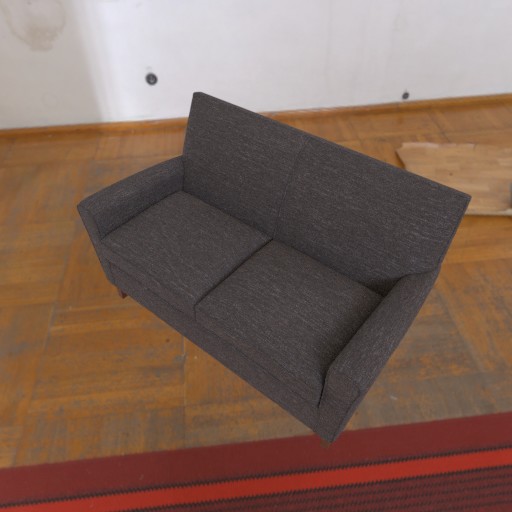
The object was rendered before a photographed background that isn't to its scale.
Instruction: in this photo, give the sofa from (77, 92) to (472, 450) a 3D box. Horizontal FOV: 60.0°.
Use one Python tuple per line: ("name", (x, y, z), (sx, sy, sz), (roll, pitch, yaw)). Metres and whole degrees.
("sofa", (0.000, 0.000, 2.076), (1.509, 0.905, 0.867), (29, 52, 26))
